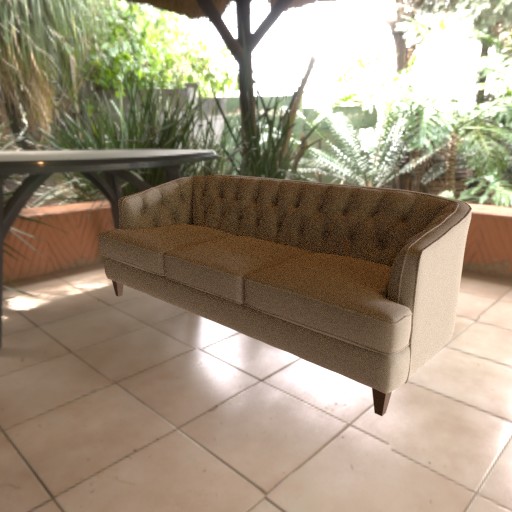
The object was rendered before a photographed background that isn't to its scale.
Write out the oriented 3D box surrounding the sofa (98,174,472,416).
[{"bbox_3d":[0.000,0.000,2.718,2.278,0.855,0.941,14,20,41],"label":"sofa"}]
